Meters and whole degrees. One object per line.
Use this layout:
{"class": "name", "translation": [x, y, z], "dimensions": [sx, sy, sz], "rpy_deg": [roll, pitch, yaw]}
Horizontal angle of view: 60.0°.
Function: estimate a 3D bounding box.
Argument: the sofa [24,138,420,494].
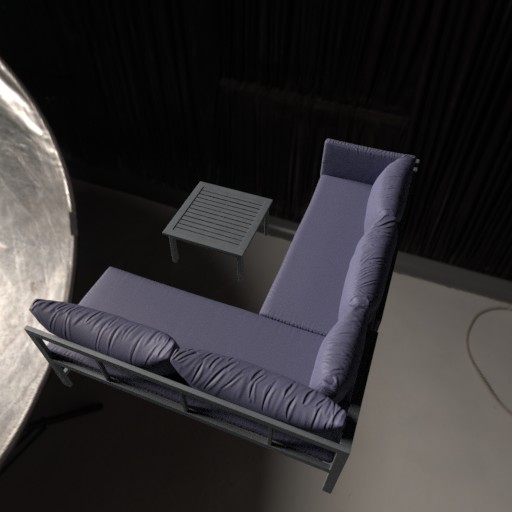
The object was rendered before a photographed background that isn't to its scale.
{"class": "sofa", "translation": [0.000, 0.000, 2.861], "dimensions": [1.658, 0.762, 2.149], "rpy_deg": [16, 50, 14]}
